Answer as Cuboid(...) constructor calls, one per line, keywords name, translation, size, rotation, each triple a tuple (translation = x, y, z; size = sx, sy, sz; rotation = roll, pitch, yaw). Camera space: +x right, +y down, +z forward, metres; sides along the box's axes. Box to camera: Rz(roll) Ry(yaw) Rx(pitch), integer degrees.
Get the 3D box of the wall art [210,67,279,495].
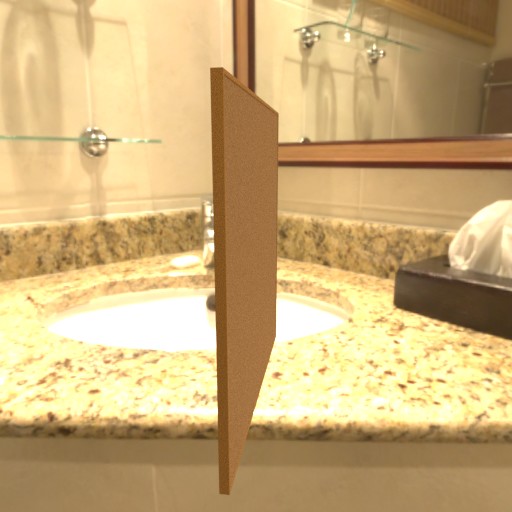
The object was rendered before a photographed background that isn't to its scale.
Cuboid(name="wall art", translation=(0.000, 0.000, 0.674), size=(0.013, 0.455, 0.457), rotation=(2, 13, 9))
